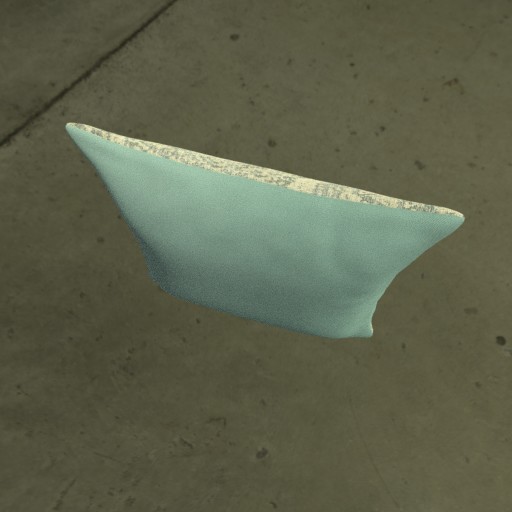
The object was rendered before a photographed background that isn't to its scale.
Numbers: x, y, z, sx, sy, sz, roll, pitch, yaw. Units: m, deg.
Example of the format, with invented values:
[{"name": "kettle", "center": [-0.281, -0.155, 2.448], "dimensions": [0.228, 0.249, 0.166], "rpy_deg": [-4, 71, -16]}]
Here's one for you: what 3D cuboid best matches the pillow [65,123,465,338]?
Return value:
[{"name": "pillow", "center": [0.000, 0.000, 0.783], "dimensions": [0.526, 0.507, 0.166], "rpy_deg": [14, 64, 7]}]
